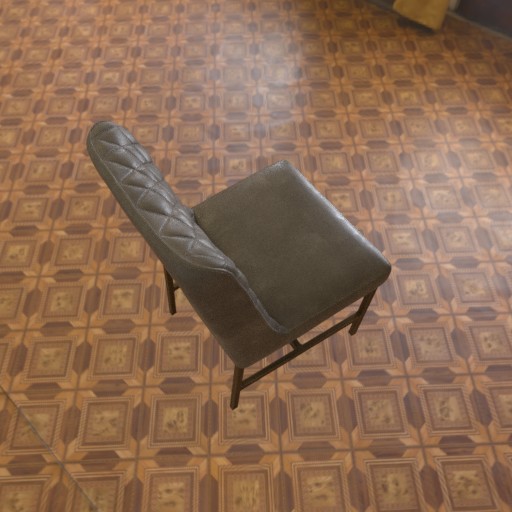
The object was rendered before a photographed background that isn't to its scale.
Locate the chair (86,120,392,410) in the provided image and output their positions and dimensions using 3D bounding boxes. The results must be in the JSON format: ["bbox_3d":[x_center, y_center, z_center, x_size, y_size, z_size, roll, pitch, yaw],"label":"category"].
[{"bbox_3d":[0.000,0.000,1.240,0.587,0.889,0.508,-30,62,-18],"label":"chair"}]
